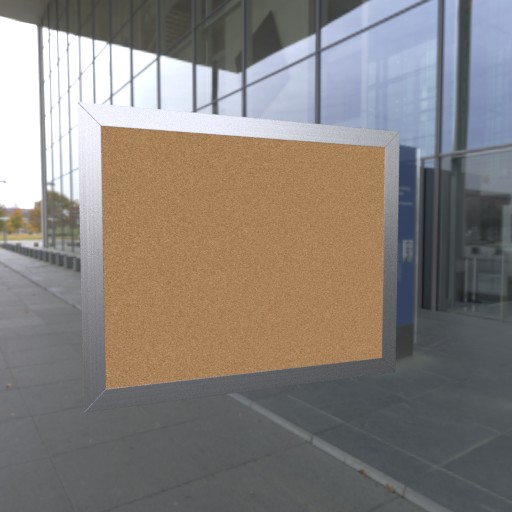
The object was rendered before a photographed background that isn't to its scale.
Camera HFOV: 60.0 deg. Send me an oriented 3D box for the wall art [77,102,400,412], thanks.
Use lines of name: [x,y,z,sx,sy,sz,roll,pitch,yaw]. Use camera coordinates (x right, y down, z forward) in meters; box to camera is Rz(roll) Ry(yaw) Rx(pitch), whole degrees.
wall art: [0.000,0.000,0.758,0.557,0.456,0.032,-1,3,-20]
